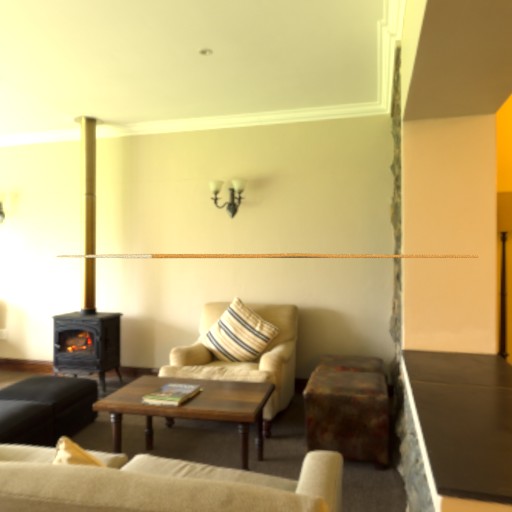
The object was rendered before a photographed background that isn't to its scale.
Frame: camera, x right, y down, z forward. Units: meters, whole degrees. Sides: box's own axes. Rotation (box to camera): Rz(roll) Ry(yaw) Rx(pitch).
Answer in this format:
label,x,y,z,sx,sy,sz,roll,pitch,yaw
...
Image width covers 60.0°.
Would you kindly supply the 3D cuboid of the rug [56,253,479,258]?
label,x,y,z,sx,sy,sz,roll,pitch,yaw
rug,0.000,0.000,0.876,0.639,0.006,0.548,0,0,-34
